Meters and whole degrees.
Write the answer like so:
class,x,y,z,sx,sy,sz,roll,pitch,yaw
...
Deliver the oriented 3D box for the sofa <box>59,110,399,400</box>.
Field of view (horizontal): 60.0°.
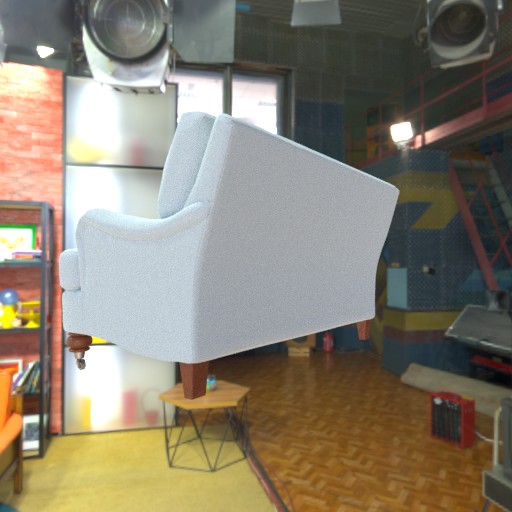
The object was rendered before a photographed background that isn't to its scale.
class,x,y,z,sx,sy,sz,roll,pitch,yaw
sofa,0.000,0.000,2.529,1.084,1.101,1.853,-1,-2,36
